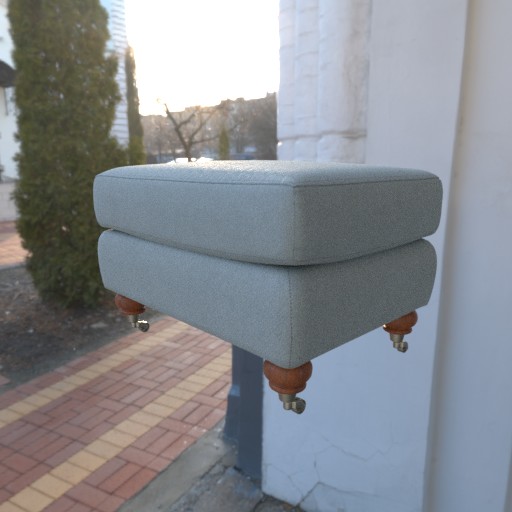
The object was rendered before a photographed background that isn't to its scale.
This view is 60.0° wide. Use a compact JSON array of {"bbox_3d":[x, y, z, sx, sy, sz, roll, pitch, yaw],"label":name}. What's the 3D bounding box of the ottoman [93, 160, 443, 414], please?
[{"bbox_3d":[0.000,0.000,1.183,0.569,0.499,0.773,-11,16,-43],"label":"ottoman"}]
